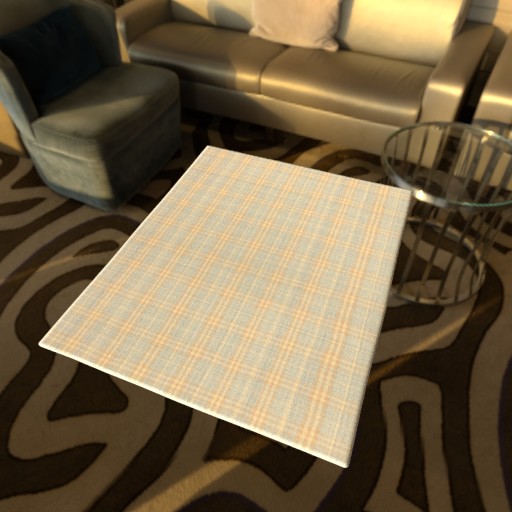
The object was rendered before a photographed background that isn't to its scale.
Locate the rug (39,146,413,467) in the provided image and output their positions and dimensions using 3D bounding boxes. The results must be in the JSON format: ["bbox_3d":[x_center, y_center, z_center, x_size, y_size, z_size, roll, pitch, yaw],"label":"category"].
[{"bbox_3d":[0.000,0.000,4.113,2.462,0.030,3.066,16,48,15],"label":"rug"}]
